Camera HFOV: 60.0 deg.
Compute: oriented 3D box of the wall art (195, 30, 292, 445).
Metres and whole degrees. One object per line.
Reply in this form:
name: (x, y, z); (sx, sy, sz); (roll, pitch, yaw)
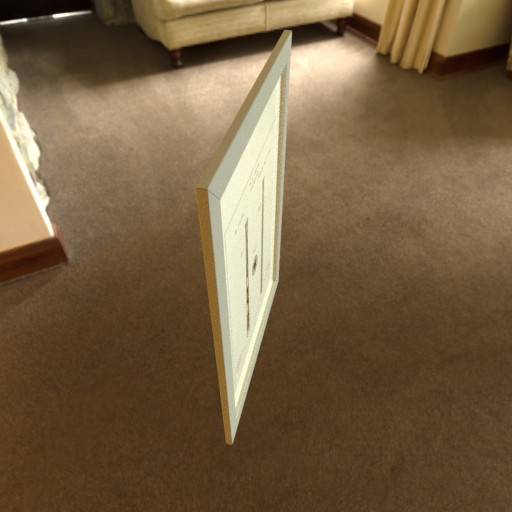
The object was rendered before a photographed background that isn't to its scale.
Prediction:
wall art: (0.000, 0.000, 0.679); (0.012, 0.529, 0.374); (10, 46, 10)
